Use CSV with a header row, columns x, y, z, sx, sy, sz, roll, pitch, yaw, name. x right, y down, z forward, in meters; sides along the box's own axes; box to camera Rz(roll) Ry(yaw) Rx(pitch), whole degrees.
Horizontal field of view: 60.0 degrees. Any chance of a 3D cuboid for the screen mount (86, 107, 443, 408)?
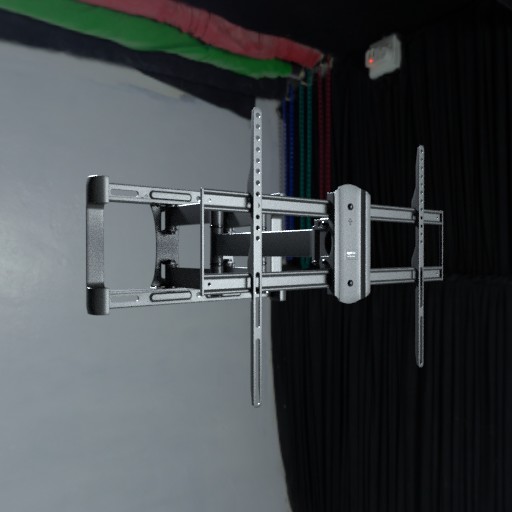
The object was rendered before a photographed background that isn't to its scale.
x,y,z,sx,sy,sz,roll,pitch,yaw,name
0.000,0.000,1.112,0.661,0.491,0.644,0,1,-35,screen mount
